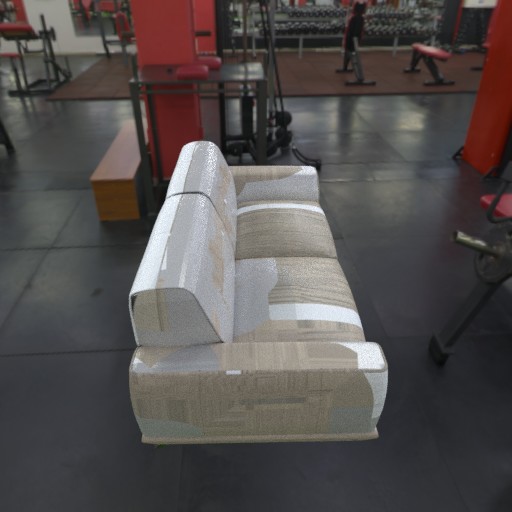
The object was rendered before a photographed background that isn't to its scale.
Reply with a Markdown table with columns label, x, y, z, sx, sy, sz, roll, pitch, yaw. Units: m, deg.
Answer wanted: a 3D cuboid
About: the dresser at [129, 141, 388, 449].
| label | x | y | z | sx | sy | sz | roll | pitch | yaw |
| --- | --- | --- | --- | --- | --- | --- | --- | --- | --- |
| dresser | 0.000 | 0.000 | 5.726 | 2.251 | 1.863 | 4.679 | -1 | 32 | -1 |
